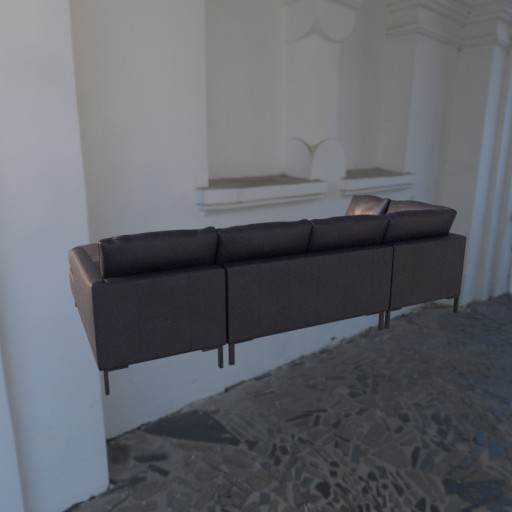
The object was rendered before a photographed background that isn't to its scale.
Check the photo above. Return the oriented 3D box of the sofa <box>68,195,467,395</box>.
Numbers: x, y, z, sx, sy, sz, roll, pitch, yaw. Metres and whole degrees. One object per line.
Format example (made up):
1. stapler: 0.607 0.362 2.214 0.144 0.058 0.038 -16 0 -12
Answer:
1. sofa: 0.000 0.000 3.839 2.956 0.900 1.939 -7 15 -26
